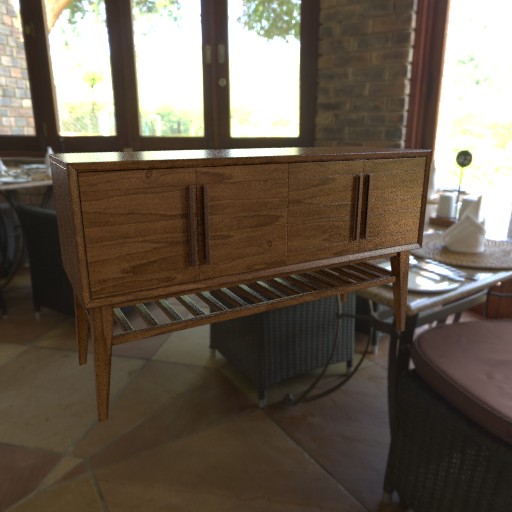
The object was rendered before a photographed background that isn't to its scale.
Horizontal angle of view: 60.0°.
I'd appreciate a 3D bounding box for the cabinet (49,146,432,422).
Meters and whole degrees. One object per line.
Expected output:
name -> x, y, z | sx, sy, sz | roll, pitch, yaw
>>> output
cabinet -> 0.000, 0.000, 1.753 | 1.363, 0.802, 0.477 | -9, 18, -28
